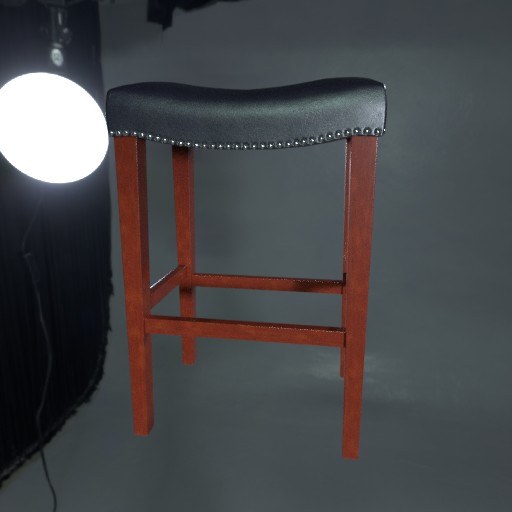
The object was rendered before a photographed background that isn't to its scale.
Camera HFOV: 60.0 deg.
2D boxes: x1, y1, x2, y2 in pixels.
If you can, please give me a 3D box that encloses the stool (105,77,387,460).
[{"bbox_3d":[0.000,0.000,1.015,0.504,0.742,0.372,2,14,9],"label":"stool"}]
